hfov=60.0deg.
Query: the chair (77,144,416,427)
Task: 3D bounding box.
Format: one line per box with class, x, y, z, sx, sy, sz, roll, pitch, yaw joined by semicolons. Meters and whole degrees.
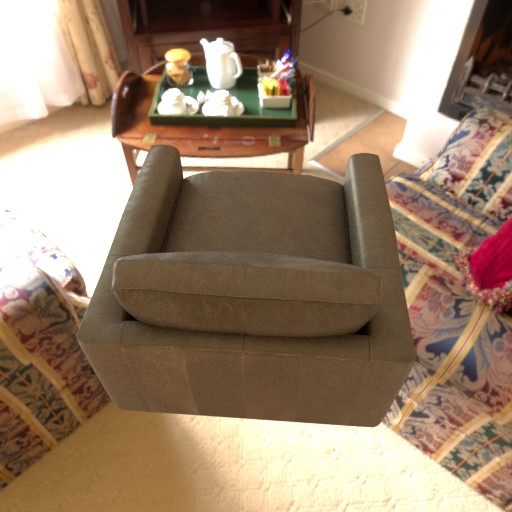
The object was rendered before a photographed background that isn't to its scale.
chair;0.000;0.000;1.824;1.106;0.807;1.080;3;48;3
